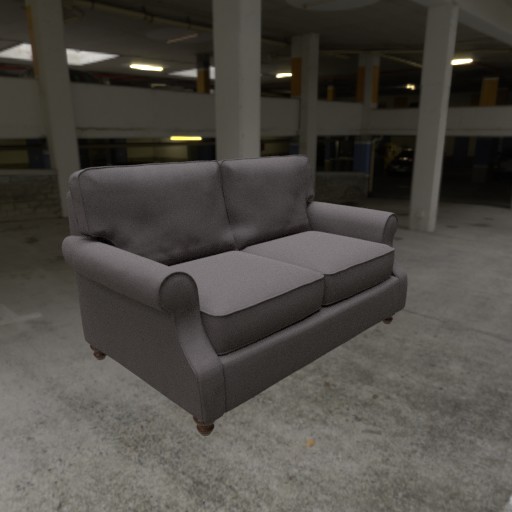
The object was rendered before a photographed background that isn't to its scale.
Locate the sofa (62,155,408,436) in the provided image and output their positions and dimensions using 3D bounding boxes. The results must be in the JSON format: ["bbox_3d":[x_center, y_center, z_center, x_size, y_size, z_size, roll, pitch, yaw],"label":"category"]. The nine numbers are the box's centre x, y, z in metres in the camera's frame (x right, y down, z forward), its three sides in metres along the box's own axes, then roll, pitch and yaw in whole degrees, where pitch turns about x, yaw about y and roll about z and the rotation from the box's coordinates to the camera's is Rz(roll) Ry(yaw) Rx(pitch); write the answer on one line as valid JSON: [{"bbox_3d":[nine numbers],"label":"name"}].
[{"bbox_3d":[0.000,0.000,2.252,0.964,0.937,1.665,15,22,42],"label":"sofa"}]
